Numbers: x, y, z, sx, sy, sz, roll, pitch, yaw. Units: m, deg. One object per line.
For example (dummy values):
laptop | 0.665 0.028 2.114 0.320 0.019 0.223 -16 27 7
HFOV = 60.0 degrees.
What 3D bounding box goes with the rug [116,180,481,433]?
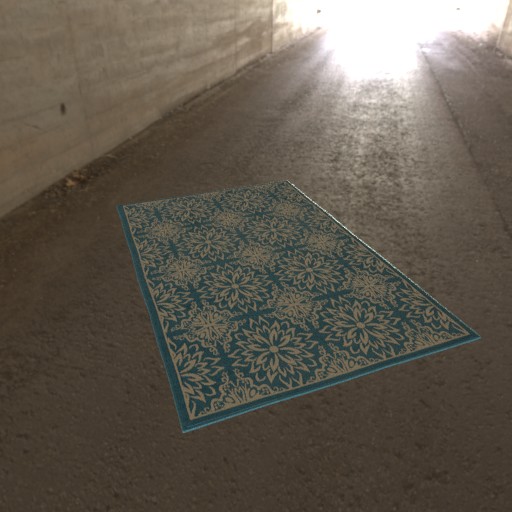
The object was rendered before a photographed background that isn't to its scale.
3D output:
rug | 0.000 0.000 2.305 1.211 0.012 1.833 -11 33 -18
